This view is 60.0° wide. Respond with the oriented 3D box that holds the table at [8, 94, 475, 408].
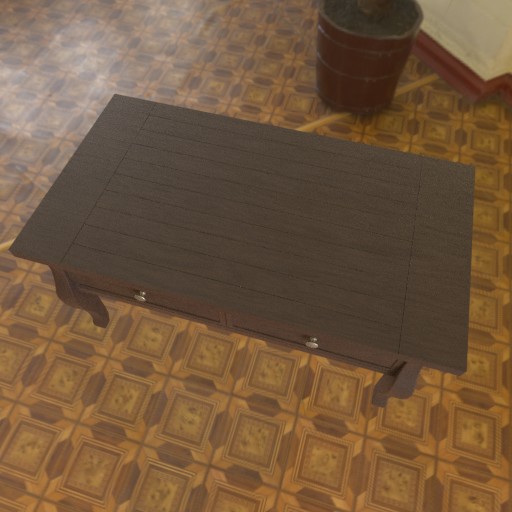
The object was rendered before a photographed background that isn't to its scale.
[{"bbox_3d":[0.000,0.000,1.337,1.062,0.494,0.600,14,60,8],"label":"table"}]
